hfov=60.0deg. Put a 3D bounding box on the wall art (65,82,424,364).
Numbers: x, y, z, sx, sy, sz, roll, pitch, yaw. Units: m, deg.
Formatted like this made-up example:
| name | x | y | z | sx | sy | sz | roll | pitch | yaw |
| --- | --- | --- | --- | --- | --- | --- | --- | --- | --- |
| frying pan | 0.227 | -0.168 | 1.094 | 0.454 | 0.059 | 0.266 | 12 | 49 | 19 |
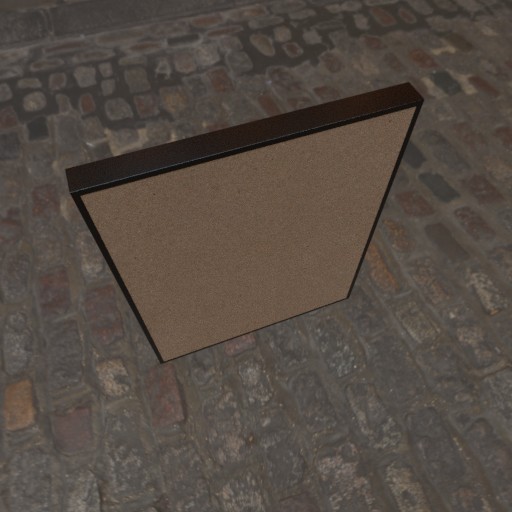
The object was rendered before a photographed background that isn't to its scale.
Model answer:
| name | x | y | z | sx | sy | sz | roll | pitch | yaw |
| --- | --- | --- | --- | --- | --- | --- | --- | --- | --- |
| wall art | 0.000 | 0.000 | 0.766 | 0.448 | 0.551 | 0.038 | -18 | 59 | -11 |
